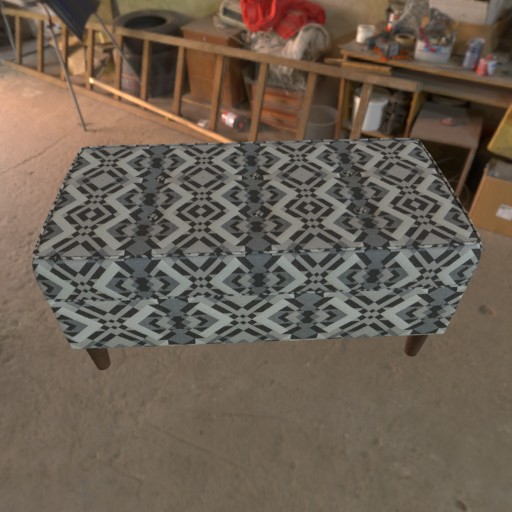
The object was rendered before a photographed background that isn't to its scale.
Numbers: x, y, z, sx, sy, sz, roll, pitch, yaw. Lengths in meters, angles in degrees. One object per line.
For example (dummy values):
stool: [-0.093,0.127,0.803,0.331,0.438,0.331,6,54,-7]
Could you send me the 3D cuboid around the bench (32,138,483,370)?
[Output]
bench: [0.000,0.000,1.285,1.016,0.477,0.492,-2,44,-2]
